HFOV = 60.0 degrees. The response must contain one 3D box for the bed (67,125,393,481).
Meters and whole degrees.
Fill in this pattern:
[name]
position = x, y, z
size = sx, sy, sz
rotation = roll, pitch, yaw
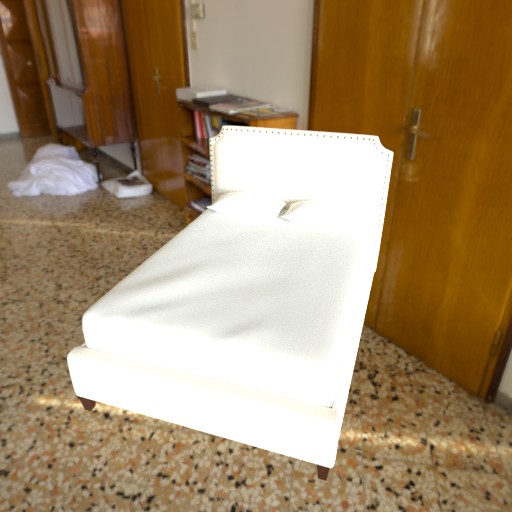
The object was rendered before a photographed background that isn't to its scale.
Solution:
[bed]
position = 0.000, 0.000, 3.354
size = 1.712, 1.443, 2.365
rotation = 9, 29, 17
